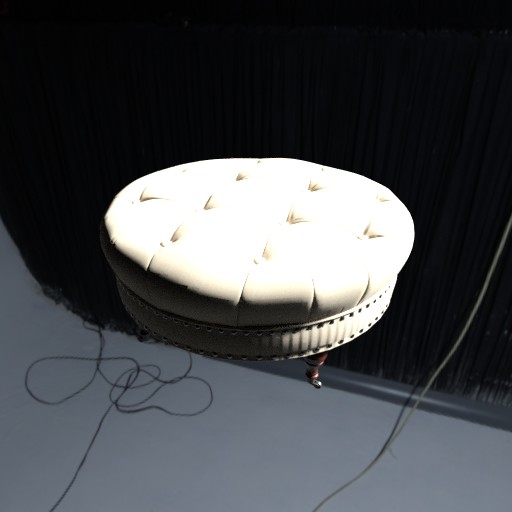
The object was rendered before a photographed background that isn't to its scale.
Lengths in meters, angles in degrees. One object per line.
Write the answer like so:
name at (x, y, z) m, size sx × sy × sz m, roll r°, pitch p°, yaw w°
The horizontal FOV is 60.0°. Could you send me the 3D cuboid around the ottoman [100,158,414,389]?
ottoman at (0.000, 0.000, 1.396) m, size 0.901 × 0.439 × 0.901 m, roll 0°, pitch 30°, yaw 0°
